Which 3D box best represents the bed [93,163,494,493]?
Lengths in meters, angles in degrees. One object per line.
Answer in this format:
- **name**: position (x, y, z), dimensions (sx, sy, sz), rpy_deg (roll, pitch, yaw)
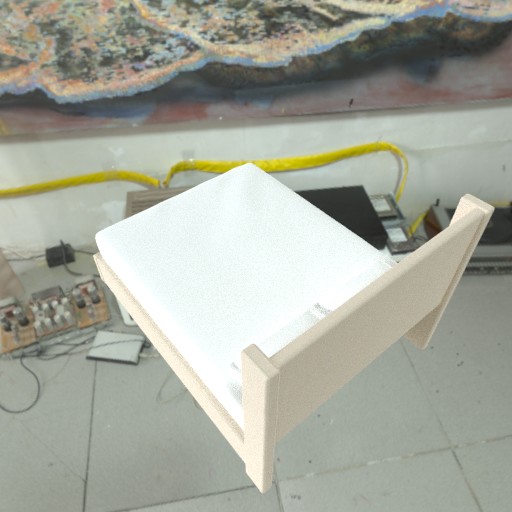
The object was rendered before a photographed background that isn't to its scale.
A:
- **bed**: position (0.000, 0.000, 3.355), dimensions (1.778, 1.471, 2.293), rpy_deg (-30, 53, -26)
